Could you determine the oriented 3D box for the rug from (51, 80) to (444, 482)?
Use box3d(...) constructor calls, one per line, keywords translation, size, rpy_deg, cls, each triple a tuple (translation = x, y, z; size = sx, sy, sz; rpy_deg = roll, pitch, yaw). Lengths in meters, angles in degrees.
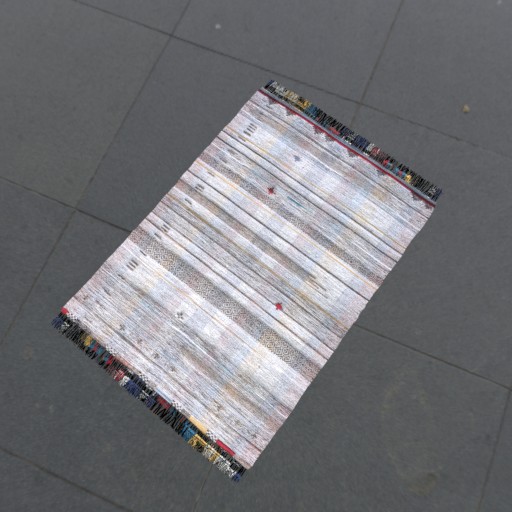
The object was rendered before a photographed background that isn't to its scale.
box3d(translation=(0.000, 0.000, 2.318), size=(1.217, 0.012, 1.848), rpy_deg=(37, 78, 9), cls="rug")
